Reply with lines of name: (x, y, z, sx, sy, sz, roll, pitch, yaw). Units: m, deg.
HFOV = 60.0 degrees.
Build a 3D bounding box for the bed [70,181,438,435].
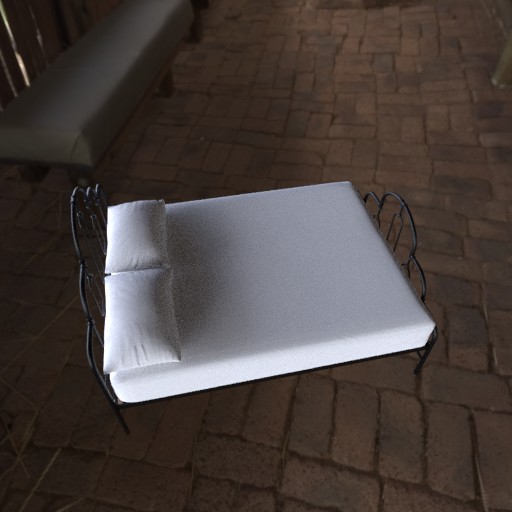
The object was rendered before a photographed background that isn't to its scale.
bed: (0.000, 0.000, 3.220, 2.181, 1.444, 1.626, -9, 47, -8)
